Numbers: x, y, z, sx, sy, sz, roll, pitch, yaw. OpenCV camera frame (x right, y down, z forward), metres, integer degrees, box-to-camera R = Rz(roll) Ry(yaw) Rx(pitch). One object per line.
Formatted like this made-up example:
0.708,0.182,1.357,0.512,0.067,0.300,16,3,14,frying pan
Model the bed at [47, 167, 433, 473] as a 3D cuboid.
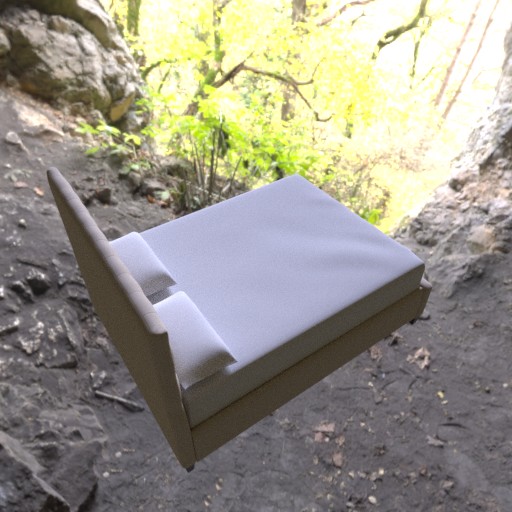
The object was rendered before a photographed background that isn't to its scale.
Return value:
0.000,0.000,3.322,2.233,1.426,1.696,-25,47,-25,bed
